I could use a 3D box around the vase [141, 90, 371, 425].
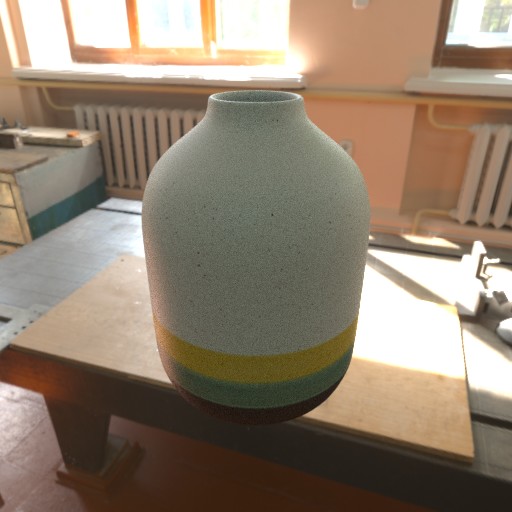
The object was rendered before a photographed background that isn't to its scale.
[{"bbox_3d":[0.000,0.000,0.351,0.169,0.240,0.169,0,27,0],"label":"vase"}]
